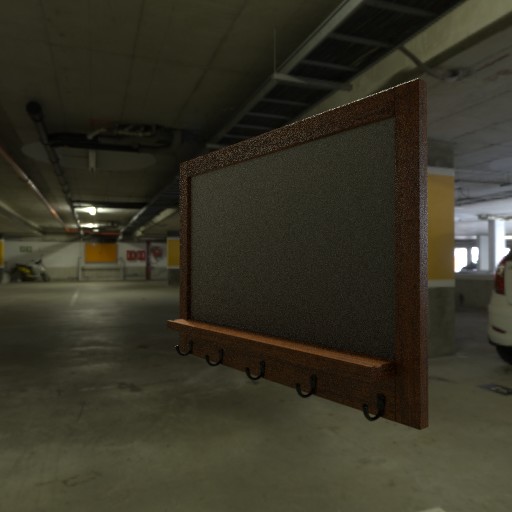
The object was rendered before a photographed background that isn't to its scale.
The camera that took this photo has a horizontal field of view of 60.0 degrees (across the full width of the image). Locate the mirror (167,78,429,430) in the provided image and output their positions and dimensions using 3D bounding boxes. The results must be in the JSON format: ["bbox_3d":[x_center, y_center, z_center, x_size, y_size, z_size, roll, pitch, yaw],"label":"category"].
[{"bbox_3d":[0.000,0.000,0.960,0.084,0.537,0.758,1,-1,-38],"label":"mirror"}]
